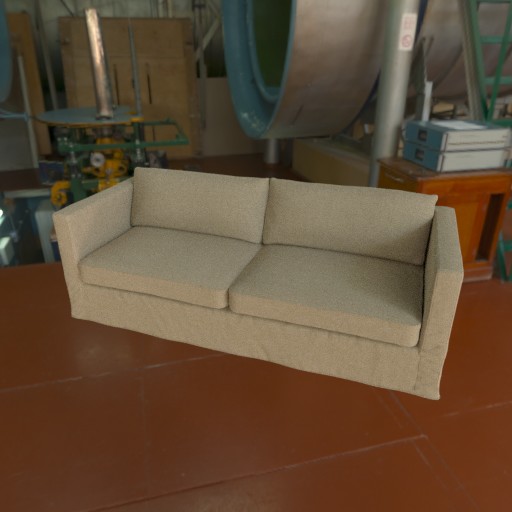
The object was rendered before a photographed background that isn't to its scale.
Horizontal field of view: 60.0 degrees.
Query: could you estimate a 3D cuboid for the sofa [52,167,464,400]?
[{"bbox_3d":[0.000,0.000,2.776,2.296,0.847,0.956,9,27,18],"label":"sofa"}]
